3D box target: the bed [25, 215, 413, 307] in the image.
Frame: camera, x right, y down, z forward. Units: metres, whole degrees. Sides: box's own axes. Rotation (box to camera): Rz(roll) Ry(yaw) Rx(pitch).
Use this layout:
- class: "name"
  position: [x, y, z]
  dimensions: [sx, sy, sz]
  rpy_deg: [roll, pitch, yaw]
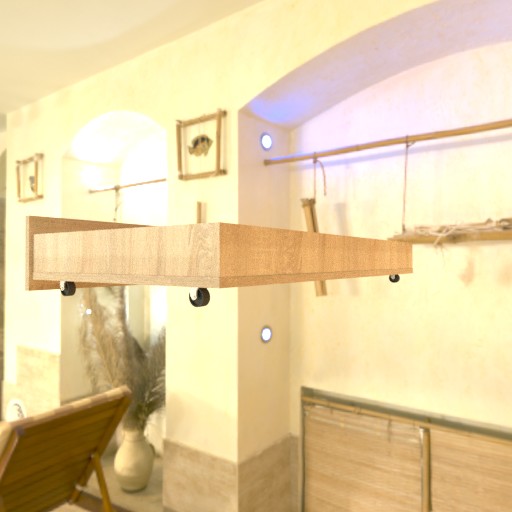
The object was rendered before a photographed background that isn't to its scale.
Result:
- class: "bed"
  position: [0.000, 0.000, 1.480]
  dimensions: [0.685, 0.209, 1.200]
  rpy_deg: [0, -1, 36]
